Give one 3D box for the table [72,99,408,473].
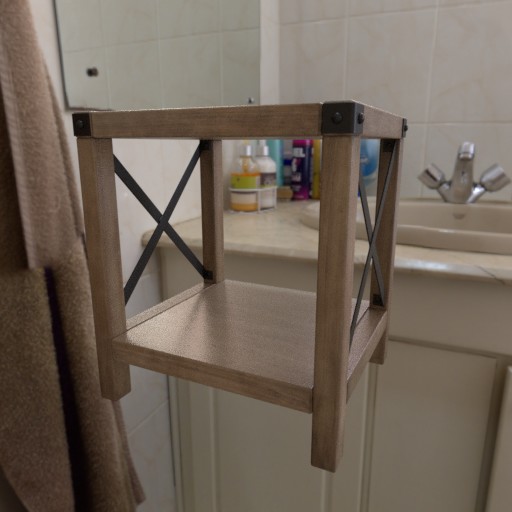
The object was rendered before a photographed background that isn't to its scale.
[{"bbox_3d":[0.000,0.000,0.922,0.510,0.561,0.459,7,16,25],"label":"table"}]
